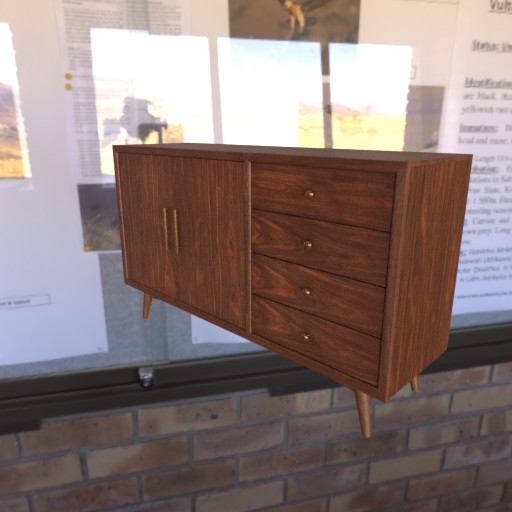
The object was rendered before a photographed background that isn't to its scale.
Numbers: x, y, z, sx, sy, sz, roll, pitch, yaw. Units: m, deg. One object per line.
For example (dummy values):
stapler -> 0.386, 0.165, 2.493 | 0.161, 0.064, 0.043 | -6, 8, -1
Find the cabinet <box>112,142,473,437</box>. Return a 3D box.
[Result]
cabinet -> 0.000, 0.000, 1.996 | 1.575, 0.940, 0.505 | 15, 22, 42
